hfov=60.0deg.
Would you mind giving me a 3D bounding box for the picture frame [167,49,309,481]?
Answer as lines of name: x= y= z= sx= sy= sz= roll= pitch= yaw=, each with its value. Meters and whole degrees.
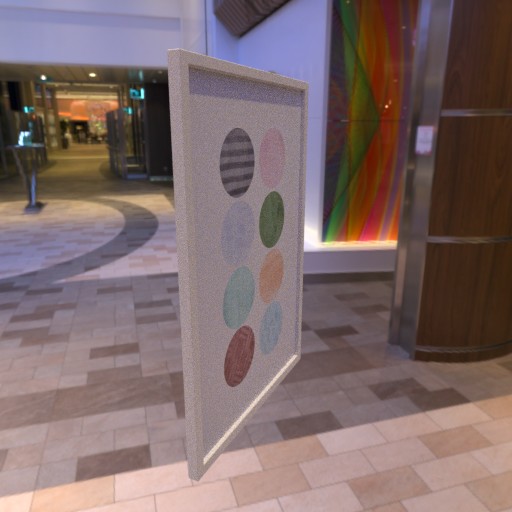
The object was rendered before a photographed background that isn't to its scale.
picture frame: x=0.000 y=0.000 z=0.559 sx=0.013 sy=0.434 sz=0.305 roll=8 pitch=18 yaw=26
